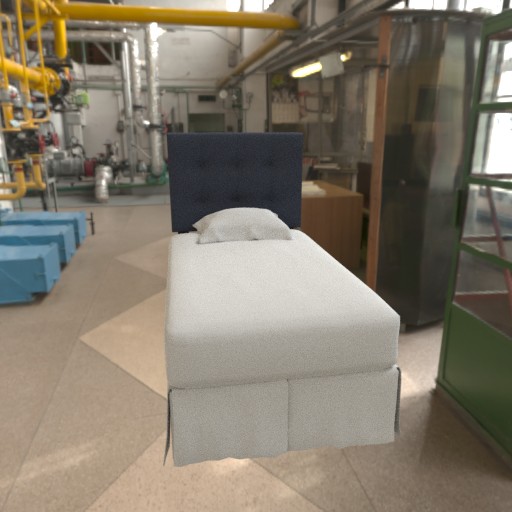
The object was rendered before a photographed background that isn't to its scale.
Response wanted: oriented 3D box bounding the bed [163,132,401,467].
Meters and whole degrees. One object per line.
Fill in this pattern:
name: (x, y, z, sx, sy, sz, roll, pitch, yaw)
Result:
bed: (0.000, 0.000, 2.978, 1.261, 1.571, 1.997, -3, 17, -9)
